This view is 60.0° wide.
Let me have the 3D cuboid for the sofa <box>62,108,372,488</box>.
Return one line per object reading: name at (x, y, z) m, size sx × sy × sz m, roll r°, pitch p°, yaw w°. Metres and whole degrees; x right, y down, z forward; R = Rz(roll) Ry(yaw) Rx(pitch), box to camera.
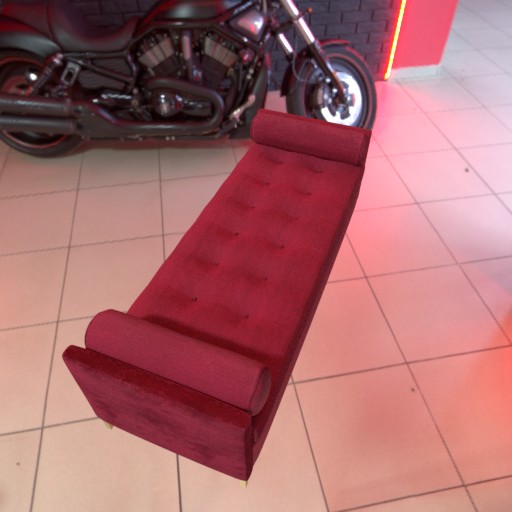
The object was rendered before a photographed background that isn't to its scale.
sofa at (0.000, 0.000, 2.461) m, size 0.796 × 0.705 × 2.102 m, roll 16°, pitch 48°, yaw 15°
